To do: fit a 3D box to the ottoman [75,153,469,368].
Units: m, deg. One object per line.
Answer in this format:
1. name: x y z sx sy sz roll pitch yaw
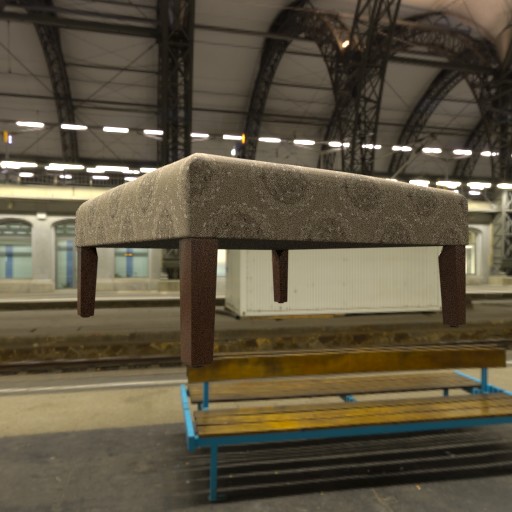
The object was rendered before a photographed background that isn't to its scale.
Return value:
1. ottoman: 0.000 0.000 1.387 0.890 0.411 0.889 0 0 -34
